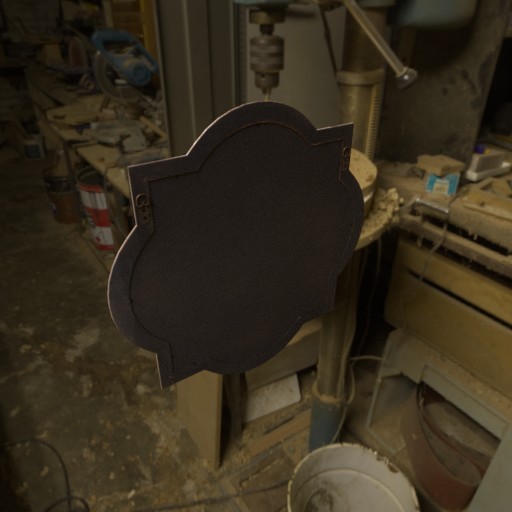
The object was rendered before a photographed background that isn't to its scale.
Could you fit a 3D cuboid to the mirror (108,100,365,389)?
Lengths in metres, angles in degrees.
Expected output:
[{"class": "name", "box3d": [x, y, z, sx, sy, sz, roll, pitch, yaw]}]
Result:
[{"class": "mirror", "box3d": [0.000, 0.000, 1.047, 0.686, 0.686, 0.019, -19, 36, -29]}]
